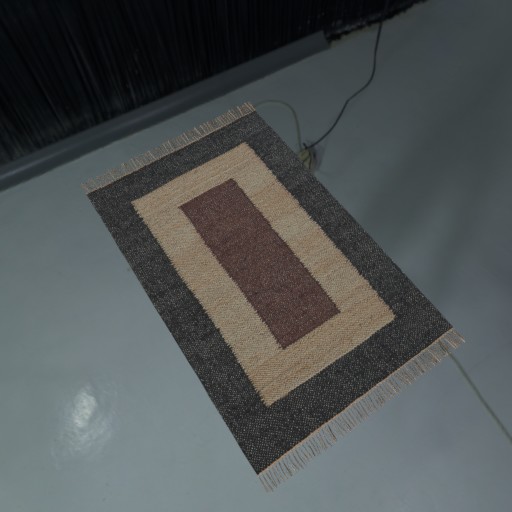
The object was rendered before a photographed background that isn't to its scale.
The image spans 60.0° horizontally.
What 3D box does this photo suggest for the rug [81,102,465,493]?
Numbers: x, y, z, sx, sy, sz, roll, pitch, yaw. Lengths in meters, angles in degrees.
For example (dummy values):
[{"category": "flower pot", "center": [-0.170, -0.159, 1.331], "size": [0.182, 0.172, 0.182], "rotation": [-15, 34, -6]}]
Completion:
[{"category": "rug", "center": [0.000, 0.000, 2.469], "size": [1.224, 0.027, 2.021], "rotation": [-31, 67, -15]}]
